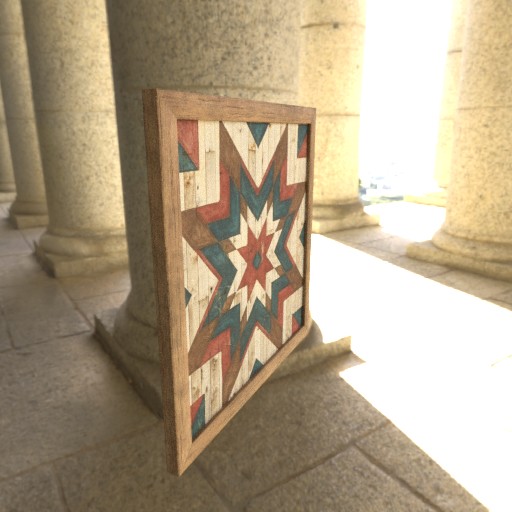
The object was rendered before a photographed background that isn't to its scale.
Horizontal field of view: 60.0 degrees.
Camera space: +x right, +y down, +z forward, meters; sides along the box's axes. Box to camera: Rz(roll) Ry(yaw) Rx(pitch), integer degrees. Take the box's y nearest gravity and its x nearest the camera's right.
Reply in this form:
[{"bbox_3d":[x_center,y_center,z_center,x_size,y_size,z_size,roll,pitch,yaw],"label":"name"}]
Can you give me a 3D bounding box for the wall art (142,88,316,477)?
[{"bbox_3d":[0.000,0.000,1.047,0.029,0.691,0.695,8,18,26],"label":"wall art"}]
